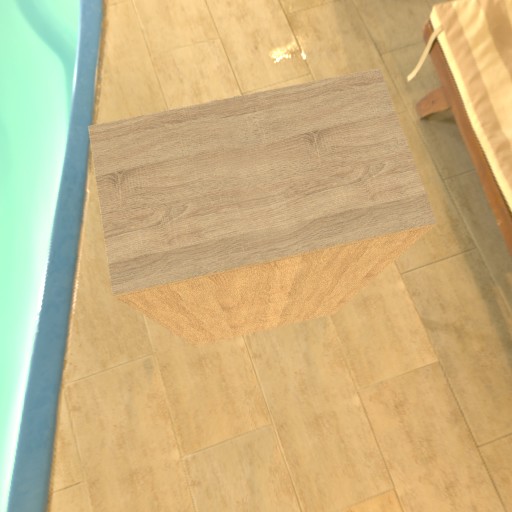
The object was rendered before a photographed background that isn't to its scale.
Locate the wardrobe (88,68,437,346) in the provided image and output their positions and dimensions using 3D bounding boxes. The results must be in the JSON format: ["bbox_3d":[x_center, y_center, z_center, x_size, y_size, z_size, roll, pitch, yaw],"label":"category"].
[{"bbox_3d":[0.000,0.000,2.348,1.000,1.960,0.600,-13,74,-4],"label":"wardrobe"}]
